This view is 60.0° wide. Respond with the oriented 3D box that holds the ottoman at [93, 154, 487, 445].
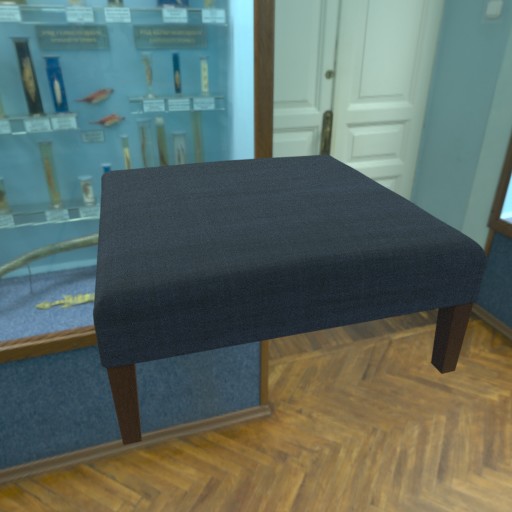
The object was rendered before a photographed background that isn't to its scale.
[{"bbox_3d":[0.000,0.000,1.369,0.890,0.411,0.889,-7,28,-14],"label":"ottoman"}]
